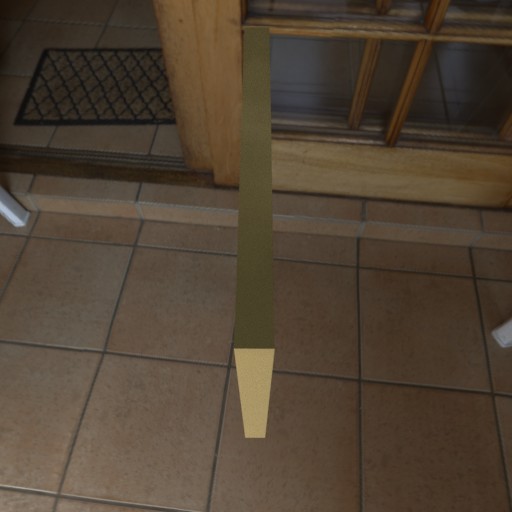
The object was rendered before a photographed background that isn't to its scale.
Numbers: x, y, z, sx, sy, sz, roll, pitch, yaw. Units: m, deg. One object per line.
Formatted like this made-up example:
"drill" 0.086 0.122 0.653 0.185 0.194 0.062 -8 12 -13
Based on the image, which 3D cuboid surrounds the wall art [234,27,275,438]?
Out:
"wall art" 0.000 0.000 0.762 0.038 0.508 0.507 0 59 0
